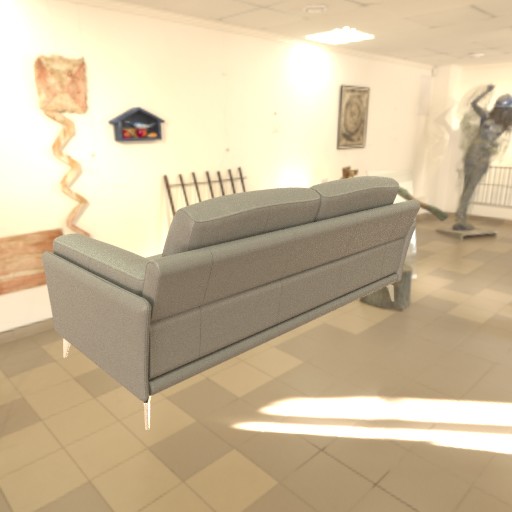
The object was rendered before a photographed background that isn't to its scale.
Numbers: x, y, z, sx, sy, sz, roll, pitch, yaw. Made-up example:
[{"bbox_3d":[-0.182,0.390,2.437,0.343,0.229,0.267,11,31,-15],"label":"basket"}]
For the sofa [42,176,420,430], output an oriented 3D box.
[{"bbox_3d":[0.000,0.000,2.656,2.101,0.930,1.049,-15,22,-42],"label":"sofa"}]
